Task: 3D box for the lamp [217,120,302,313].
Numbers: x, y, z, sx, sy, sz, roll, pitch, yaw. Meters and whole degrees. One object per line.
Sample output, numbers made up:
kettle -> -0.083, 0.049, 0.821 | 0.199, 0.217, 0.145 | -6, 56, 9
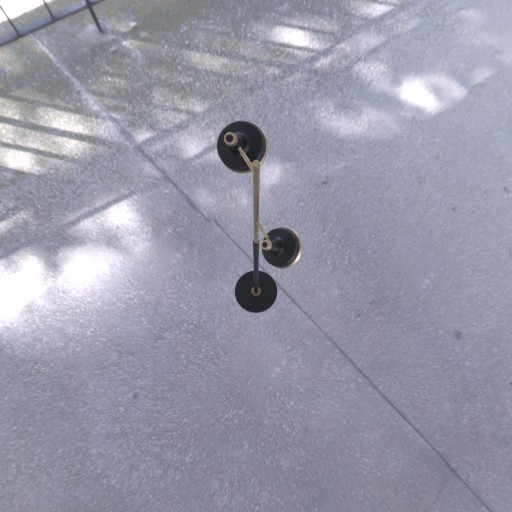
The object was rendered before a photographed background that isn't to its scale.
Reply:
lamp -> 0.000, 0.000, 1.823 | 0.253, 1.674, 0.351 | -30, 77, -7
